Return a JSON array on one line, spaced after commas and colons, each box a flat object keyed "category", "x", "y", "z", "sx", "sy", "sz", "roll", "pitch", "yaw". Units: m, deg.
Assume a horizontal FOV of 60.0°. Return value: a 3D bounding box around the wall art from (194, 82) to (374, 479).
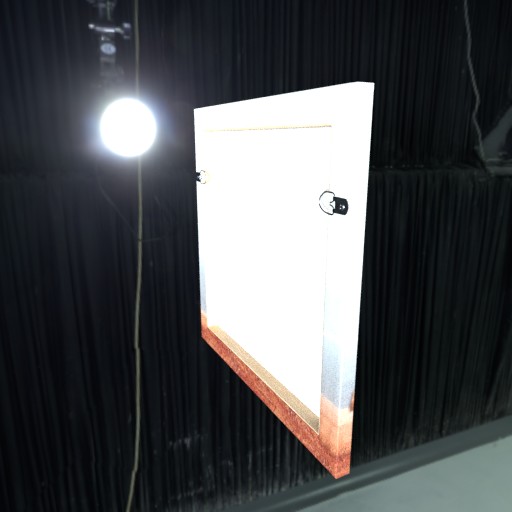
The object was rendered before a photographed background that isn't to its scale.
[{"category": "wall art", "x": 0.000, "y": 0.000, "z": 1.140, "sx": 0.042, "sy": 0.760, "sz": 0.760, "roll": -8, "pitch": 17, "yaw": -27}]
